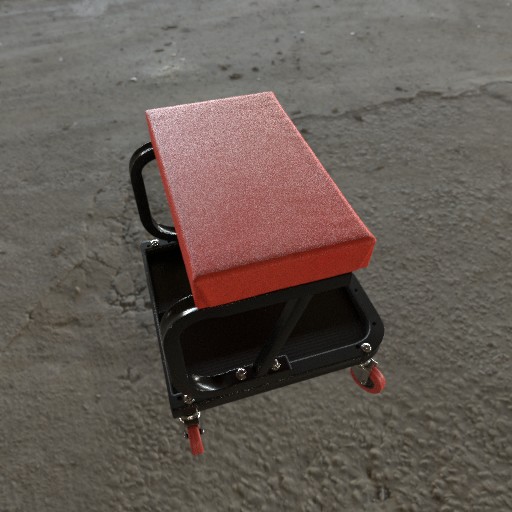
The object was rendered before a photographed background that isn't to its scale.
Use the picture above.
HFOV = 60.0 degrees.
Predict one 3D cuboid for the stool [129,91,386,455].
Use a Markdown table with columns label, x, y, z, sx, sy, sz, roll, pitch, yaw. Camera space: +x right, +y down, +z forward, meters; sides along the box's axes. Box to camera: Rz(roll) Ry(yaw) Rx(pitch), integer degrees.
| label | x | y | z | sx | sy | sz | roll | pitch | yaw |
| --- | --- | --- | --- | --- | --- | --- | --- | --- | --- |
| stool | 0.000 | 0.000 | 0.735 | 0.371 | 0.380 | 0.446 | -13 | 48 | -12 |
